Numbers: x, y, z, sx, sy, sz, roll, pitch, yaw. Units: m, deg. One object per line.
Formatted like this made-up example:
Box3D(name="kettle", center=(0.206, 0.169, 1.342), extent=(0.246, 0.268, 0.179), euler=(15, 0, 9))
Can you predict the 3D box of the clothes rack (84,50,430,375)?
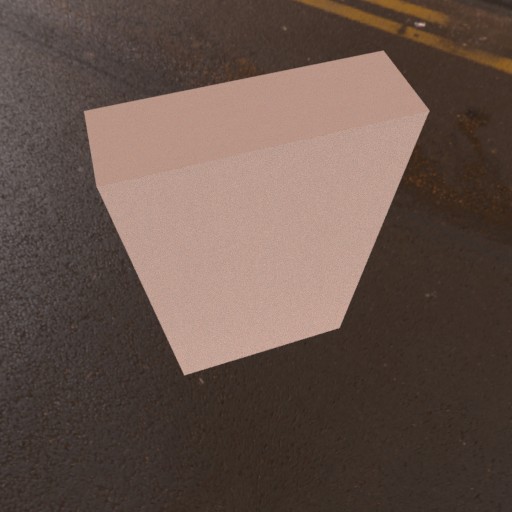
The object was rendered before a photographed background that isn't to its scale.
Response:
Box3D(name="clothes rack", center=(0.000, 0.000, 1.556), extent=(0.750, 1.280, 0.250), euler=(-15, 60, -9))
